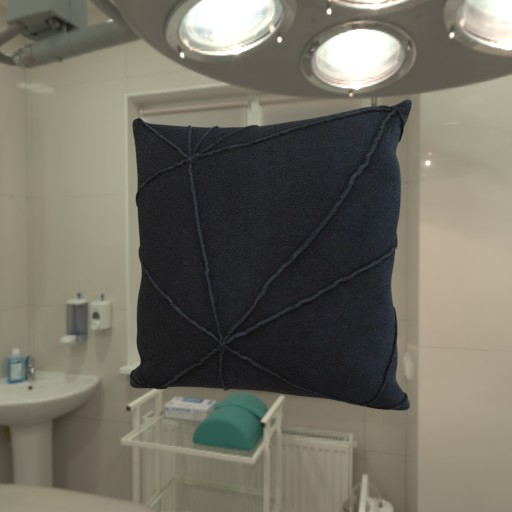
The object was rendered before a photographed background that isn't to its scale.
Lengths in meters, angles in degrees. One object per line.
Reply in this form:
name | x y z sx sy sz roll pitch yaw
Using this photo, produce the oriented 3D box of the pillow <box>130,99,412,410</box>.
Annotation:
pillow | 0.000 0.000 0.663 0.439 0.440 0.183 0 1 16
